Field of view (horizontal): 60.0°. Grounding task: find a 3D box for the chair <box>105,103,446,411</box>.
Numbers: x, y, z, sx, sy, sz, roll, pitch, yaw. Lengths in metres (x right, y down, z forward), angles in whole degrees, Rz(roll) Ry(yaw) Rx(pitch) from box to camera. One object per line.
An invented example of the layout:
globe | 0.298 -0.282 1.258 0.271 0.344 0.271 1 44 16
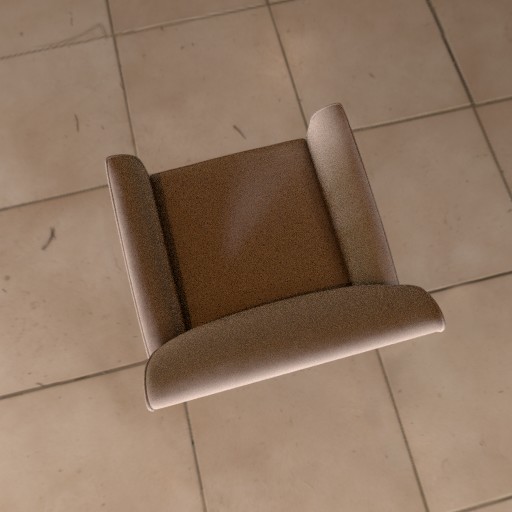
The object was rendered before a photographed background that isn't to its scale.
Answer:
chair | 0.000 0.000 1.547 0.820 0.915 0.820 -14 75 -4
